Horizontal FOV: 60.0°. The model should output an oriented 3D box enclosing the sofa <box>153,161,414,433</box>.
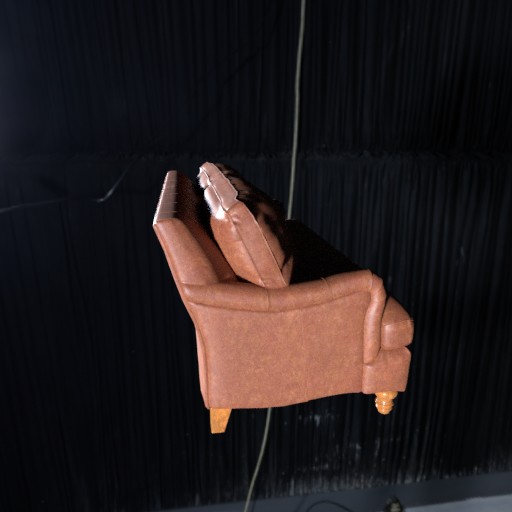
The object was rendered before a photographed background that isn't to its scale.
[{"bbox_3d":[0.000,0.000,2.873,1.147,1.071,2.144,-3,16,-9],"label":"sofa"}]
